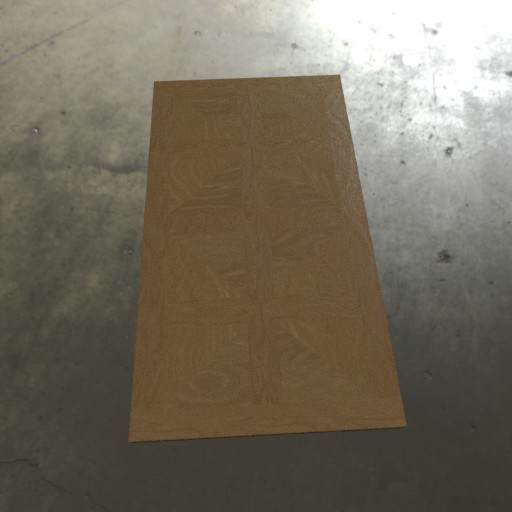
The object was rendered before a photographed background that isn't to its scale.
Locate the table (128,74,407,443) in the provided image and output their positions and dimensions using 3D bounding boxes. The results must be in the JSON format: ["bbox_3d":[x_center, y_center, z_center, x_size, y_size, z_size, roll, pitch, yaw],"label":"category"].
[{"bbox_3d":[0.000,0.000,1.639,0.711,0.507,1.270,-3,64,-1],"label":"table"}]
